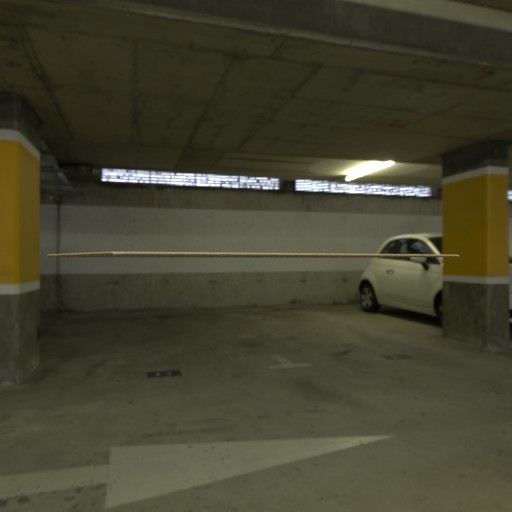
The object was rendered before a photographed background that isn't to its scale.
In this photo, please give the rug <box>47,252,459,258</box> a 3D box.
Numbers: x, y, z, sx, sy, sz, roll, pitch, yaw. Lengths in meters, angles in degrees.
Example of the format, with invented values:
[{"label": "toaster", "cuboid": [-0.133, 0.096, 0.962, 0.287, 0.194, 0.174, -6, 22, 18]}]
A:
[{"label": "rug", "cuboid": [0.000, 0.000, 2.110, 1.667, 0.013, 1.062, 0, 0, -34]}]
